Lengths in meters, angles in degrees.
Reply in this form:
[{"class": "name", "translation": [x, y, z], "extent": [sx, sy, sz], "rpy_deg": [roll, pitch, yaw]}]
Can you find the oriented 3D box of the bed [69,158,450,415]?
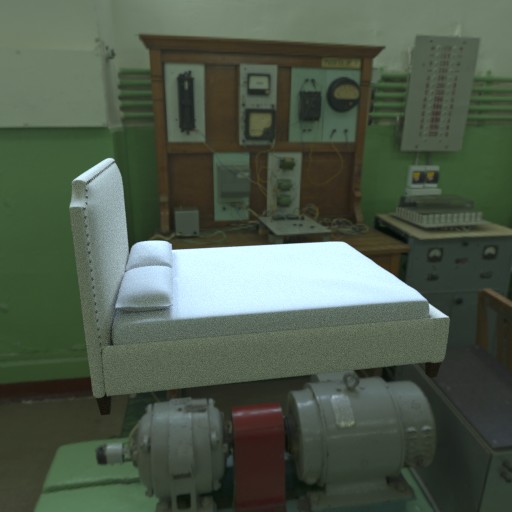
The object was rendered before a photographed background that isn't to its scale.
[{"class": "bed", "translation": [0.000, 0.000, 3.494], "extent": [2.372, 1.443, 1.712], "rpy_deg": [-3, 17, -10]}]
